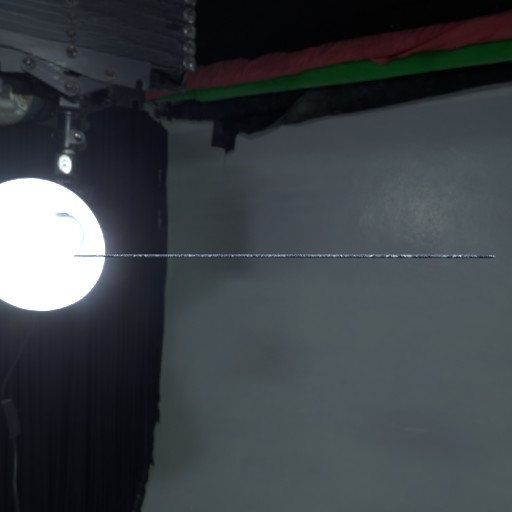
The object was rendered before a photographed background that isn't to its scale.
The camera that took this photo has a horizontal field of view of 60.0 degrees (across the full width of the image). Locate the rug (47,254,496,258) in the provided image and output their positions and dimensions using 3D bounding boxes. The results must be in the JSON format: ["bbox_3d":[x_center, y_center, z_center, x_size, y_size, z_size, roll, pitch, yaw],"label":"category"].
[{"bbox_3d":[0.000,0.000,2.498,2.306,0.013,0.719,0,0,19],"label":"rug"}]
